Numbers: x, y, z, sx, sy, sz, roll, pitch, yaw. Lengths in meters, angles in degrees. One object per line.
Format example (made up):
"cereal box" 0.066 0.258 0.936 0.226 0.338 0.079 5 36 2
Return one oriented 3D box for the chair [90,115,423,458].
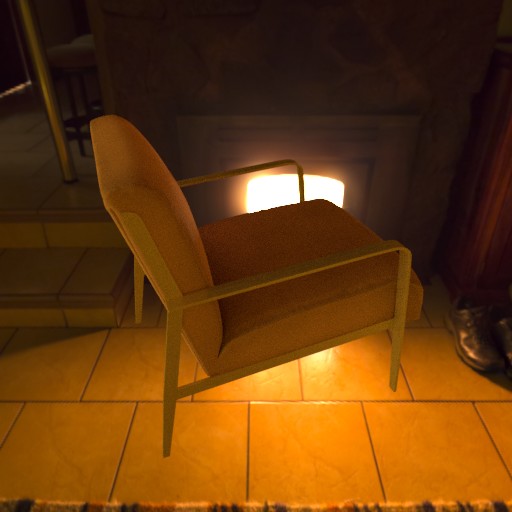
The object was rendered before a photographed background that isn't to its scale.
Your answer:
"chair" 0.000 0.000 1.416 0.848 0.823 0.701 -11 33 -17
